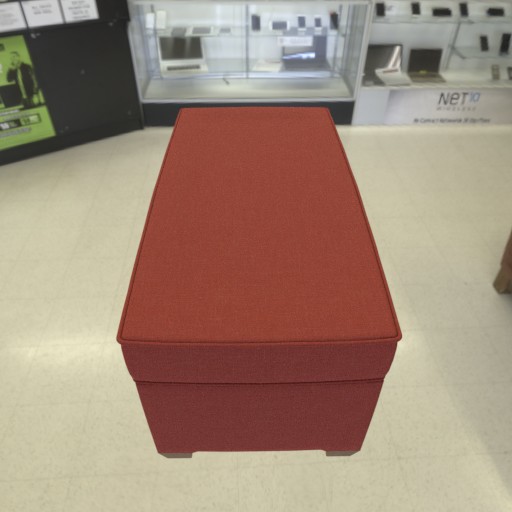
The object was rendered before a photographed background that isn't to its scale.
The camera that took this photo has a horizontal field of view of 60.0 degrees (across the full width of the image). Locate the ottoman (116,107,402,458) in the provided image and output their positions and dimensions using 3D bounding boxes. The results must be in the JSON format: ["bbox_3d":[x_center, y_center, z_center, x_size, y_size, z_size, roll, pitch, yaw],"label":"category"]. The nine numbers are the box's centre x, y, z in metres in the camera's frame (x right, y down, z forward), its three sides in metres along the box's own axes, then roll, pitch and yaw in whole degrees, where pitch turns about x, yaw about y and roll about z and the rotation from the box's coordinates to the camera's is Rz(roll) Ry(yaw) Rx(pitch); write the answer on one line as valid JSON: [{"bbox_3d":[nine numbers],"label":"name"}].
[{"bbox_3d":[0.000,0.000,1.210,0.497,0.454,0.948,0,41,-1],"label":"ottoman"}]
